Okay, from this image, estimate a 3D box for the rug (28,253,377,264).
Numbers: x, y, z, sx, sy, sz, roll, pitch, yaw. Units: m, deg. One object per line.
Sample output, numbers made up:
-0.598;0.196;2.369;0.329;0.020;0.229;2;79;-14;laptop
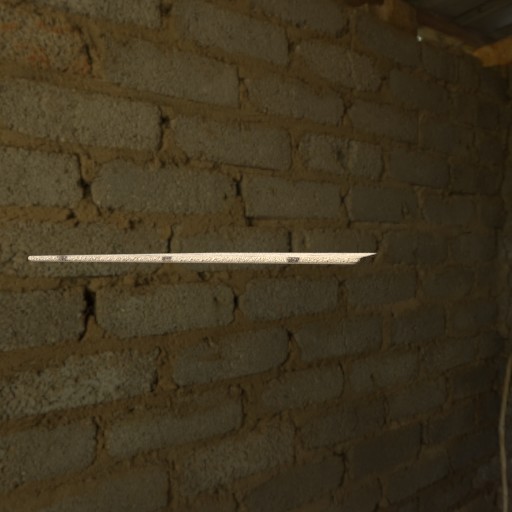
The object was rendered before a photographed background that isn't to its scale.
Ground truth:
0.000;0.000;2.946;1.501;0.024;2.348;0;1;17;rug
